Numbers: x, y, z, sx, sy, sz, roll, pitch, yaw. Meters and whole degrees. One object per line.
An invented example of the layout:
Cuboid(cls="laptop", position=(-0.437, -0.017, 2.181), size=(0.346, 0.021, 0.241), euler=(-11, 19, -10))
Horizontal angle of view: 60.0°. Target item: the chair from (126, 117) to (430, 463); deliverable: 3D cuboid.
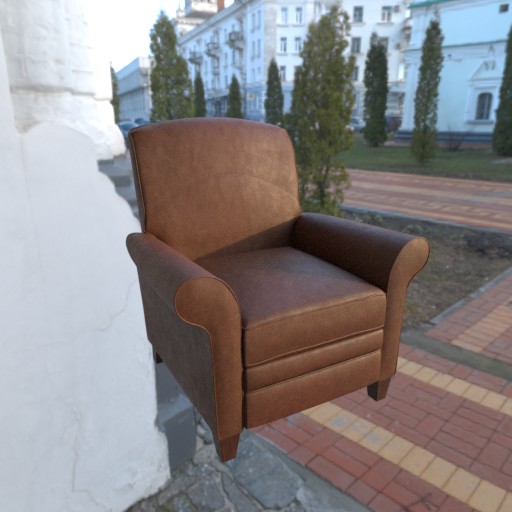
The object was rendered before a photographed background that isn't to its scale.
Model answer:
Cuboid(cls="chair", position=(0.000, 0.000, 1.770), size=(0.978, 1.061, 0.902), euler=(-9, 19, -28))
